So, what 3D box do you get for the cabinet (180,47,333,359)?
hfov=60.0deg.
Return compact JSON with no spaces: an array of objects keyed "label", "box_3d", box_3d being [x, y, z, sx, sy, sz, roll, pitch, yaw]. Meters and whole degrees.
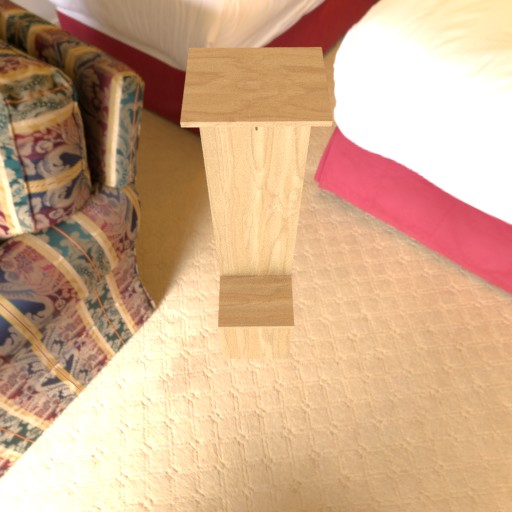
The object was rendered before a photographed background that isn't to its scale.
[{"label":"cabinet","box_3d":[0.000,0.000,2.076,0.411,1.879,0.338,0,58,0]}]
